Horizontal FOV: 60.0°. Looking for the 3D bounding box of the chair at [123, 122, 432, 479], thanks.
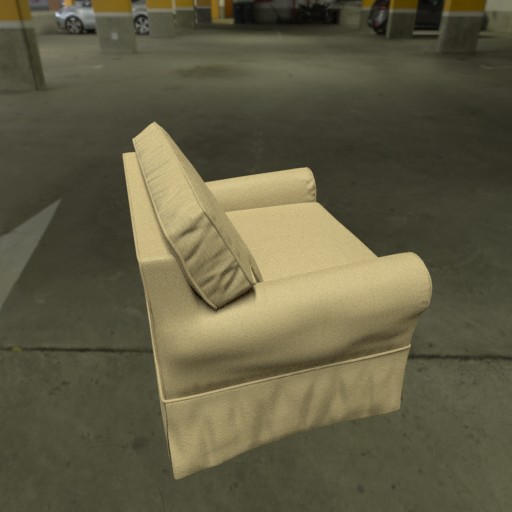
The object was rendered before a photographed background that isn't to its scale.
[{"bbox_3d":[0.000,0.000,1.765,0.903,0.937,1.096,-9,31,-15],"label":"chair"}]
